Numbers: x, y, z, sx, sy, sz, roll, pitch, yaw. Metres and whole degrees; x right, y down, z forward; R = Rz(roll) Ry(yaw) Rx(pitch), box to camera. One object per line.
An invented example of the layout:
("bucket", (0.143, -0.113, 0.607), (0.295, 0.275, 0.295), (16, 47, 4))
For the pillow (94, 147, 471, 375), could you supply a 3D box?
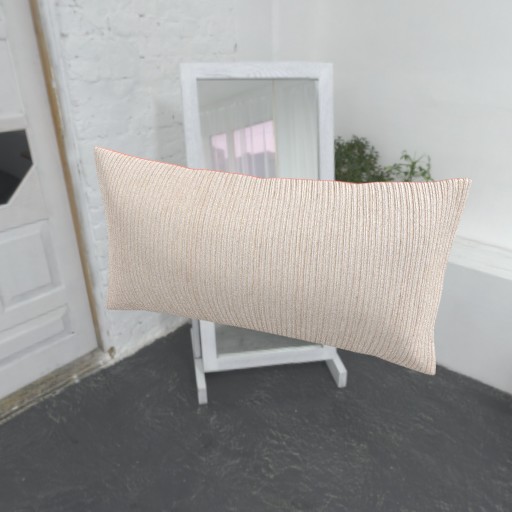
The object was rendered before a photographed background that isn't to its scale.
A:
("pillow", (0.000, 0.000, 0.733), (0.608, 0.307, 0.155), (8, 28, 16))
